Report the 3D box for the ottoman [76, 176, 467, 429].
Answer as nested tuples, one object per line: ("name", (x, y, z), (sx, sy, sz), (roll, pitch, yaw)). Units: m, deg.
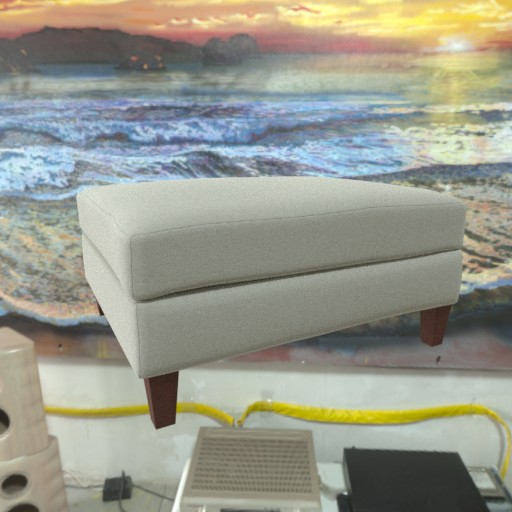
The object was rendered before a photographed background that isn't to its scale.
("ottoman", (0.000, 0.000, 1.429), (0.976, 0.492, 0.836), (-8, 17, -27))
